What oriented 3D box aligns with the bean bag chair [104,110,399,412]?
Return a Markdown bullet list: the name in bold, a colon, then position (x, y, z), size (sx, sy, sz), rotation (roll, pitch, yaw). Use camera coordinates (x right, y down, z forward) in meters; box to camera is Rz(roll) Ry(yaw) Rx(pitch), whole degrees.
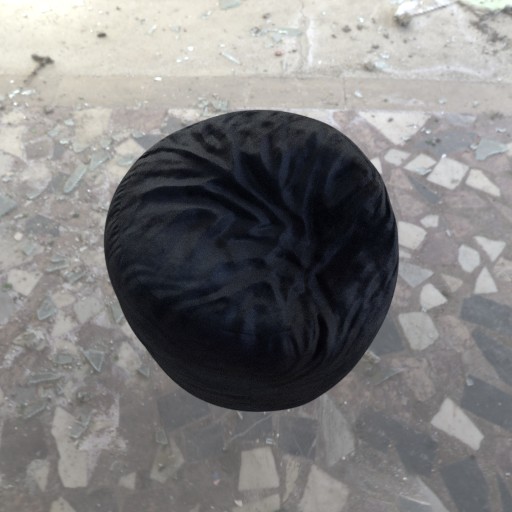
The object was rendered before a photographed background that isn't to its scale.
- **bean bag chair**: position (0.000, 0.000, 1.478), size (0.918, 0.616, 0.918), rotation (0, 58, 0)
